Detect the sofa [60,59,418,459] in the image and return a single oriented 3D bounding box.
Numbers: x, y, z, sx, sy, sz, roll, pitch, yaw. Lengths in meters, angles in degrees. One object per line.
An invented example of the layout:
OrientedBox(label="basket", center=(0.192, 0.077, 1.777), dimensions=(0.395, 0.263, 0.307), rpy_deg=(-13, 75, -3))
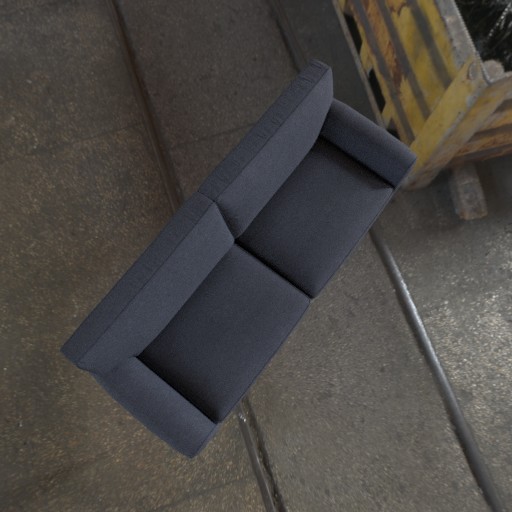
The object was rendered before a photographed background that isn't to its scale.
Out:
OrientedBox(label="sofa", center=(0.000, 0.000, 2.865), dimensions=(0.954, 1.026, 2.391), rpy_deg=(37, 78, 9))
